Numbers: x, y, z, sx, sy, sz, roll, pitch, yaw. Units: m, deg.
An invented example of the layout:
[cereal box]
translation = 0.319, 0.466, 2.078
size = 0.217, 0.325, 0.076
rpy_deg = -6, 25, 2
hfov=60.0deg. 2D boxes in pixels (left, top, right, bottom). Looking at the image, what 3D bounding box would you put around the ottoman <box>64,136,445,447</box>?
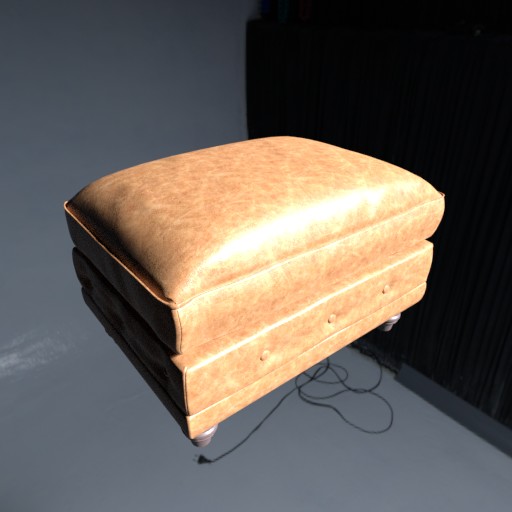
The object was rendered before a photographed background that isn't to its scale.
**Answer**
[ottoman]
translation = 0.000, 0.000, 1.063
size = 0.710, 0.480, 0.533
rpy_deg = -21, 36, -32
